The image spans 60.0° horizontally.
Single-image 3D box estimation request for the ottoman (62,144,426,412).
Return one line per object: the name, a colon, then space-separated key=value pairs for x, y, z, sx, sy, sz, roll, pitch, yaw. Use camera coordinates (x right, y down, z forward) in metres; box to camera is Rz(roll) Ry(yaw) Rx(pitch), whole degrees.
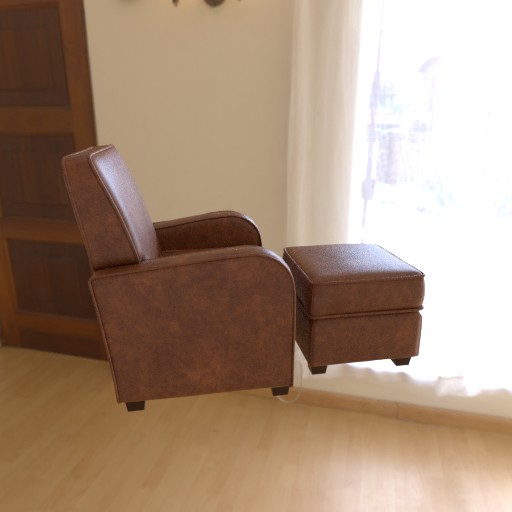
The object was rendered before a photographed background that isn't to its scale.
ottoman: x=0.000 y=0.000 z=1.852 sx=1.314 sy=0.904 sz=0.732 roll=-3 pitch=18 yaw=-10
